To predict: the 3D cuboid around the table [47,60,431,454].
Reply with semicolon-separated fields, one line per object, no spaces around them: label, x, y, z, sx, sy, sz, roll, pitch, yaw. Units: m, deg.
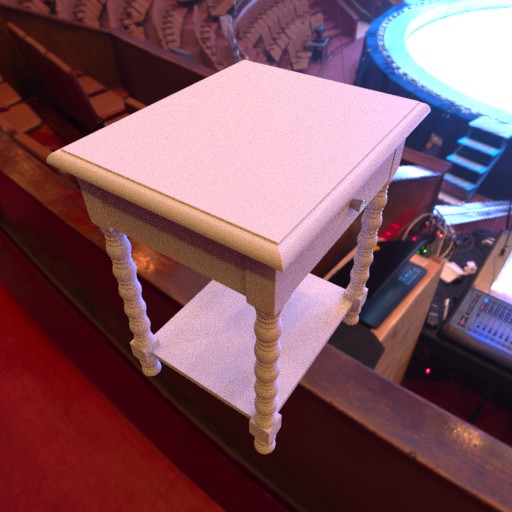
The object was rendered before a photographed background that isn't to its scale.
table;0.000;0.000;0.834;0.381;0.531;0.460;25;48;25
